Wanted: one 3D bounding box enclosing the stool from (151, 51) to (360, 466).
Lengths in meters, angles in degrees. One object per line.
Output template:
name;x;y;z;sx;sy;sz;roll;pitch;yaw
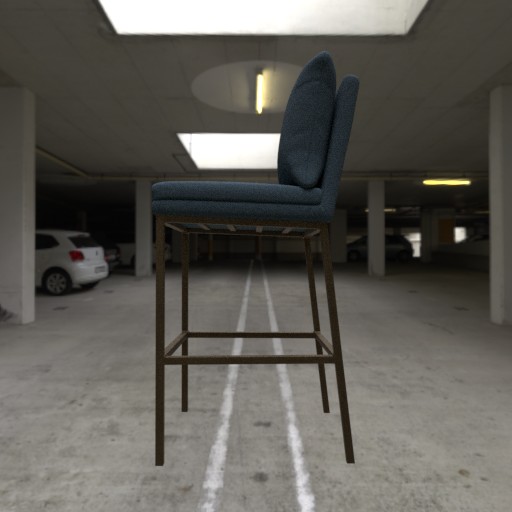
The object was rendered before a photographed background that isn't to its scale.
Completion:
stool;0.000;0.000;1.410;0.568;1.124;0.463;0;-1;0
